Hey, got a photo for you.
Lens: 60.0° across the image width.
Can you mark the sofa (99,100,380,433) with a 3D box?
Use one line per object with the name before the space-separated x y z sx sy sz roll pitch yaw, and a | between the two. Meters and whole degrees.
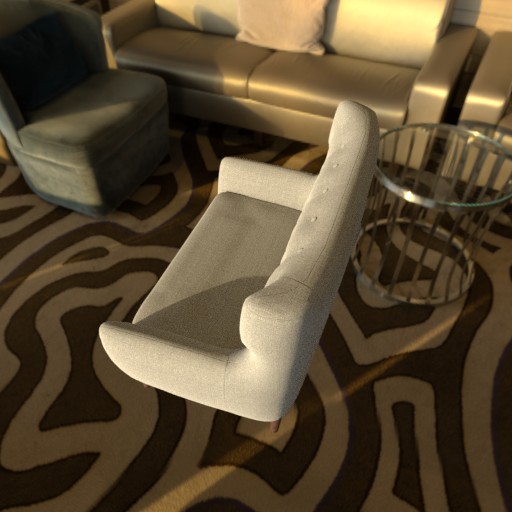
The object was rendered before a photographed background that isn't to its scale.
sofa | 0.000 0.000 2.087 0.884 1.028 1.386 14 47 14
